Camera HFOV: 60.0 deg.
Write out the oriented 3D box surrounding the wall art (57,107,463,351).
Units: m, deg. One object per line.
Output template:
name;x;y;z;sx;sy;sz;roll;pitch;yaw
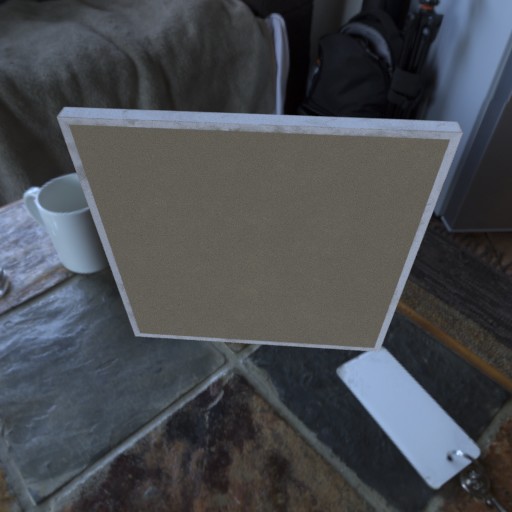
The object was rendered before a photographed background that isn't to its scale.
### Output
wall art;0.000;0.000;1.116;0.760;0.757;0.038;3;47;3
